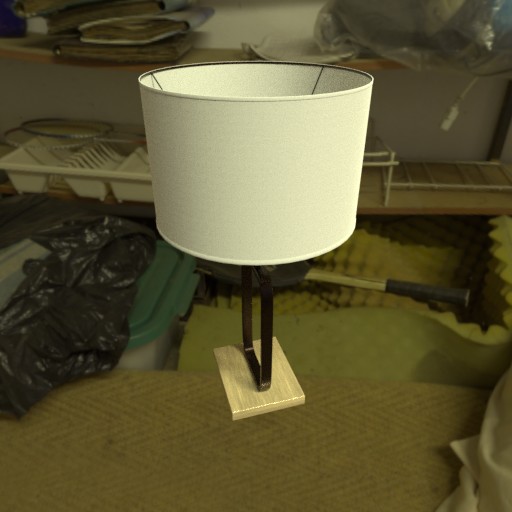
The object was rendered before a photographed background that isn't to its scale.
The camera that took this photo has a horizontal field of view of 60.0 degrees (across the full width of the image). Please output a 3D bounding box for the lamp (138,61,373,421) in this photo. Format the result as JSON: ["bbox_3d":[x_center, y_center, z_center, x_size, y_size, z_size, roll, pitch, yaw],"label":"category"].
[{"bbox_3d":[0.000,0.000,0.666,0.279,0.508,0.279,-8,31,-14],"label":"lamp"}]
